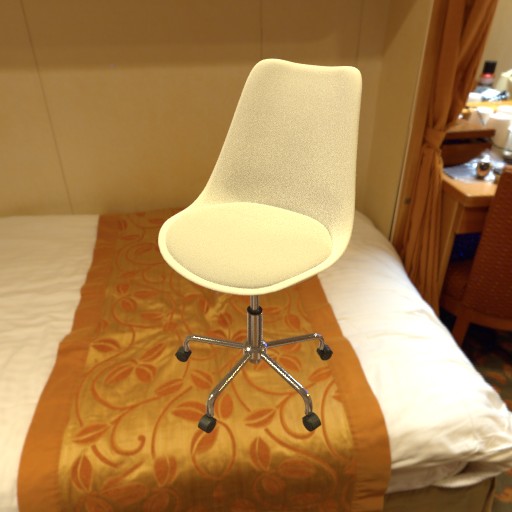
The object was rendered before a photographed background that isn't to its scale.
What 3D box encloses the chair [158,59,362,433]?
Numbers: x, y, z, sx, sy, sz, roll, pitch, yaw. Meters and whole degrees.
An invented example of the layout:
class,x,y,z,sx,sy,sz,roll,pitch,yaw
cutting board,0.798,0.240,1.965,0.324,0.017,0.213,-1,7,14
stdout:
class,x,y,z,sx,sy,sz,roll,pitch,yaw
chair,0.000,0.000,1.225,0.550,0.930,0.550,20,37,29
